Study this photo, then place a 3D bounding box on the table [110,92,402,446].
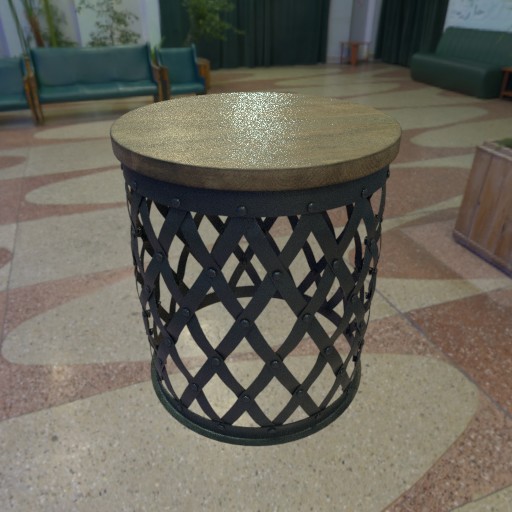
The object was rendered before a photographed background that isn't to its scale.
[{"bbox_3d":[0.000,0.000,0.753,0.405,0.454,0.405,0,31,0],"label":"table"}]
